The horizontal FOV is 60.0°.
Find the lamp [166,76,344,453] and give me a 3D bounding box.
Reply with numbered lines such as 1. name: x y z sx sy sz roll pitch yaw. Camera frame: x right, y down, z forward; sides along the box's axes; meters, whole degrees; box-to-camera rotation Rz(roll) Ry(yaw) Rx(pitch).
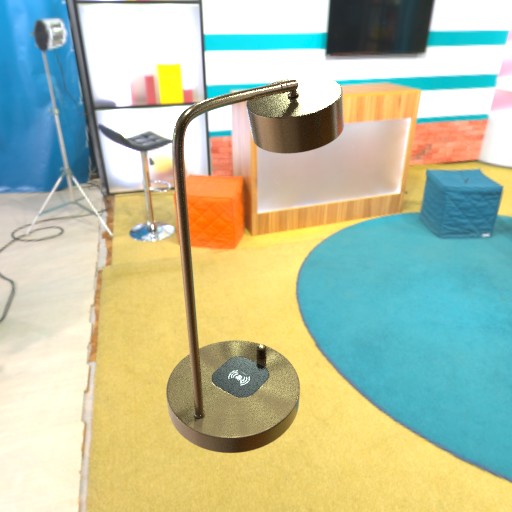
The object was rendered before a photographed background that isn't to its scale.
1. lamp: 0.000 0.000 0.528 0.171 0.380 0.270 19 34 31
